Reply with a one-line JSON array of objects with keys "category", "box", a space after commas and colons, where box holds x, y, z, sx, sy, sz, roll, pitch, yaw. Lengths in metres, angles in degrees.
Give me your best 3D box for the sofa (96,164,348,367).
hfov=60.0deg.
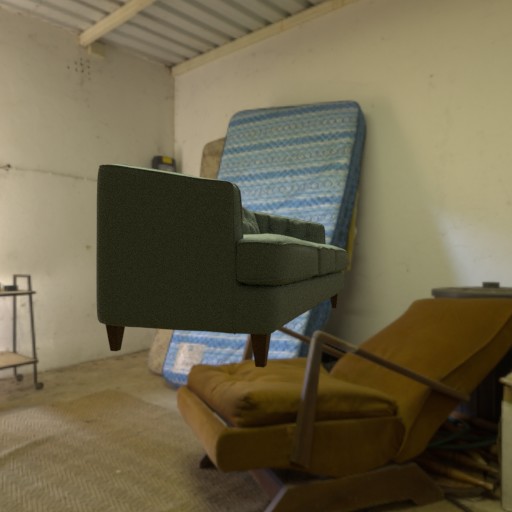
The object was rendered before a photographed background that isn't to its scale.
[{"category": "sofa", "box": [0.000, 0.000, 2.804, 0.941, 0.855, 2.278, 0, 0, 18]}]
